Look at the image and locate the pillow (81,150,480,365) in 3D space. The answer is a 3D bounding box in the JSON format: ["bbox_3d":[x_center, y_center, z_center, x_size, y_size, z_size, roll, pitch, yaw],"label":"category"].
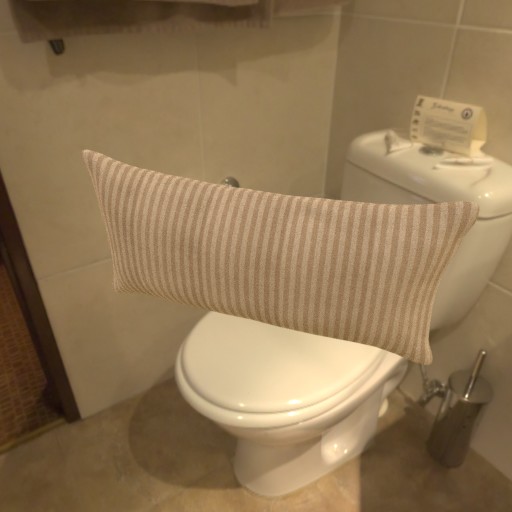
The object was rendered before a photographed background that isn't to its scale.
[{"bbox_3d":[0.000,0.000,0.737,0.617,0.295,0.151,11,35,16],"label":"pillow"}]
